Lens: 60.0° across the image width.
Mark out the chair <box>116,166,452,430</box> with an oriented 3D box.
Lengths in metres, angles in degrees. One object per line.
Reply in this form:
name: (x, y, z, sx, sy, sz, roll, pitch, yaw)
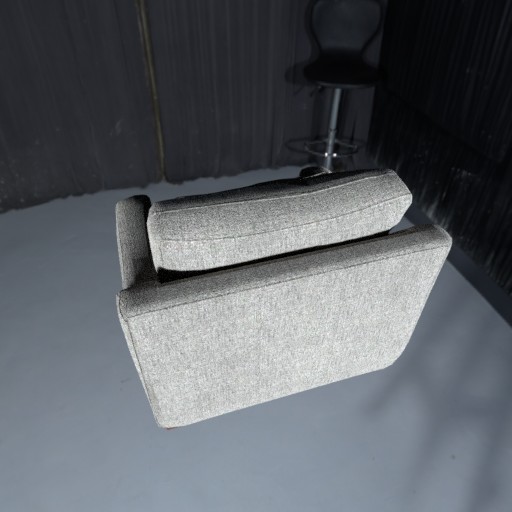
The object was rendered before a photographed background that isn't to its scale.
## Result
chair: (0.000, 0.000, 1.952, 1.138, 1.037, 1.009, -12, 42, -13)
